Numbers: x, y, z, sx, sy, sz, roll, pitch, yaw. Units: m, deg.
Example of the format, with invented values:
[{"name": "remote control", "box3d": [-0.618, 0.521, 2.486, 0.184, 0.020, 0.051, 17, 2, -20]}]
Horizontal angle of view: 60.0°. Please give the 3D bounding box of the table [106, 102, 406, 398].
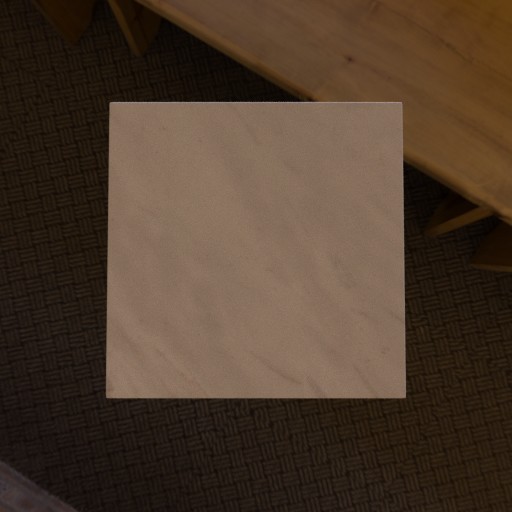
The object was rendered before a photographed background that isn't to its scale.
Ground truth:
[{"name": "table", "box3d": [0.000, 0.000, 0.884, 0.455, 0.559, 0.455, 0, 88, 0]}]
